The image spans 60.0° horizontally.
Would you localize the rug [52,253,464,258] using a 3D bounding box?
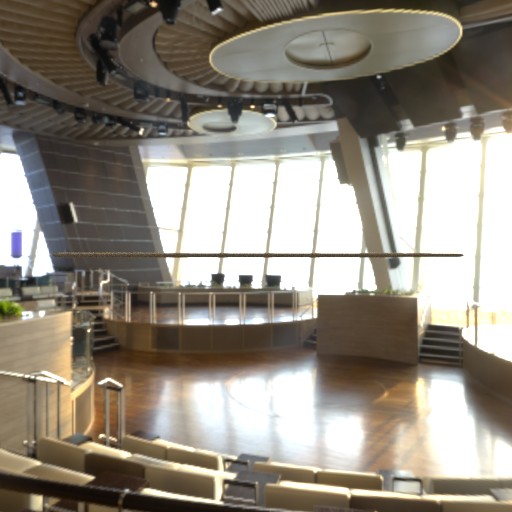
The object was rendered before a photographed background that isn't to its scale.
[{"bbox_3d":[0.000,0.000,4.159,2.462,0.030,3.066,0,0,-1],"label":"rug"}]
